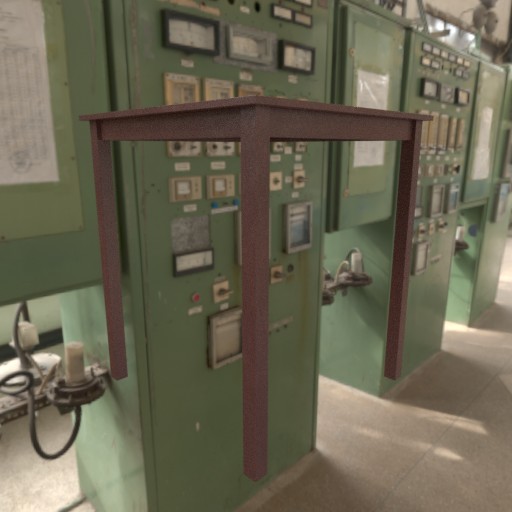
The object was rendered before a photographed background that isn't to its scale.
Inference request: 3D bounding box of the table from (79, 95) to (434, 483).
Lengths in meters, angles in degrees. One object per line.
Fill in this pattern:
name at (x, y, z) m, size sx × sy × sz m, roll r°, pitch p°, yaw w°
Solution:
table at (0.000, 0.000, 1.637) m, size 0.861 × 0.991 × 0.861 m, roll -13°, pitch 19°, yaw -43°
